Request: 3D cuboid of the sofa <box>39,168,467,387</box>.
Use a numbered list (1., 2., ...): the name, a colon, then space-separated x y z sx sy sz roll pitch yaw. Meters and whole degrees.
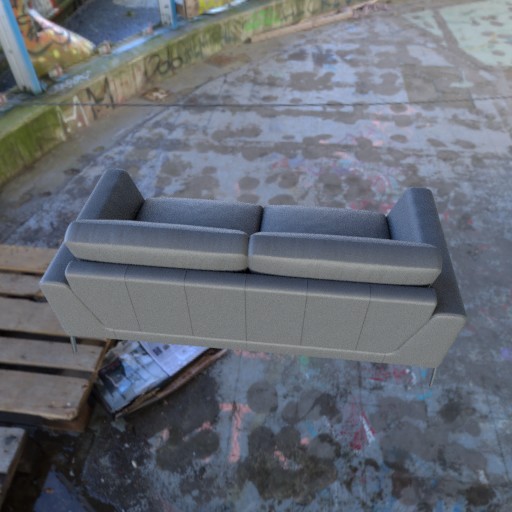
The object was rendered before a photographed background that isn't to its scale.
1. sofa: 0.000 0.000 2.483 2.017 0.875 0.953 4 46 4
